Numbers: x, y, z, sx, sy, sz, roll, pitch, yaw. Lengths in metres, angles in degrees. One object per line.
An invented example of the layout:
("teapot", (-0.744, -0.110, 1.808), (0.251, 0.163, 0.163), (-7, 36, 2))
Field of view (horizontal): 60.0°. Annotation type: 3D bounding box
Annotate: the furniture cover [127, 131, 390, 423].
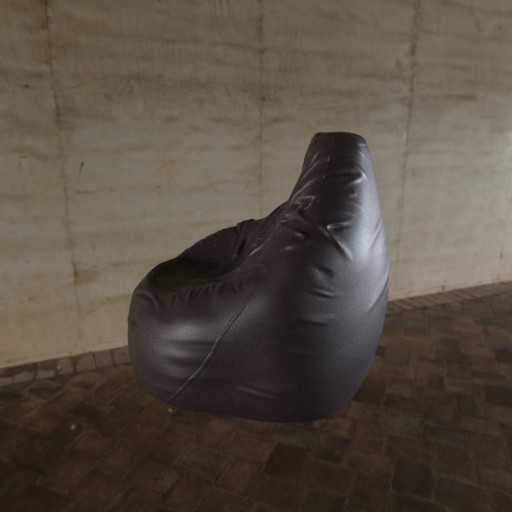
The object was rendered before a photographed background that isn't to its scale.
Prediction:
("furniture cover", (0.000, 0.000, 1.838), (1.070, 0.990, 1.070), (2, 15, 9))
